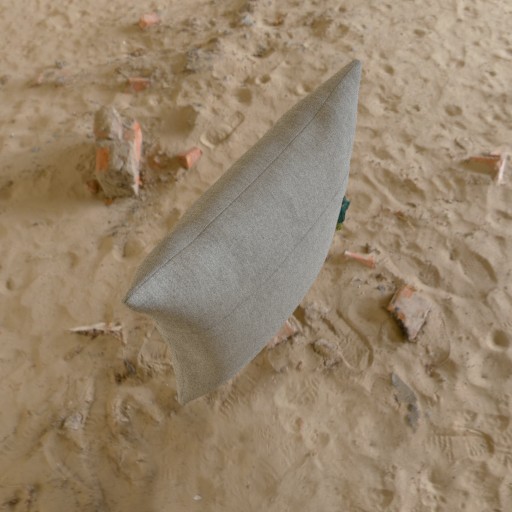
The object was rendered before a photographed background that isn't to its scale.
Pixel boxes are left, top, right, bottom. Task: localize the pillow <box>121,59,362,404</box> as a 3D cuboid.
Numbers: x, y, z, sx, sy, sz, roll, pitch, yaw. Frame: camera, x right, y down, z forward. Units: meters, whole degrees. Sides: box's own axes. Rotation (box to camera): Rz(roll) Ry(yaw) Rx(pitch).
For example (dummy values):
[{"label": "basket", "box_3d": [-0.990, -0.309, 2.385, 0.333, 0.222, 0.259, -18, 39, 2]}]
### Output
[{"label": "pillow", "box_3d": [0.000, 0.000, 0.676, 0.173, 0.436, 0.433, 32, 64, 18]}]
